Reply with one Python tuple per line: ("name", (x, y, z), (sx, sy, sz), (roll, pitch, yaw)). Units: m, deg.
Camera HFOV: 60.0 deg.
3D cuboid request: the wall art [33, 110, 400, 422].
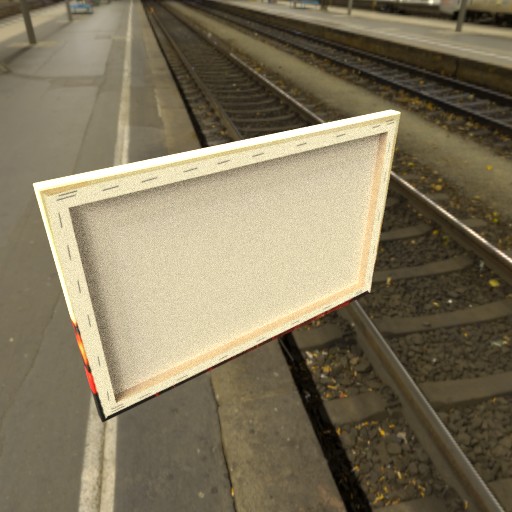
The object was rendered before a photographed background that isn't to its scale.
("wall art", (0.000, 0.000, 1.137), (0.918, 0.602, 0.038), (-20, 37, -29))
